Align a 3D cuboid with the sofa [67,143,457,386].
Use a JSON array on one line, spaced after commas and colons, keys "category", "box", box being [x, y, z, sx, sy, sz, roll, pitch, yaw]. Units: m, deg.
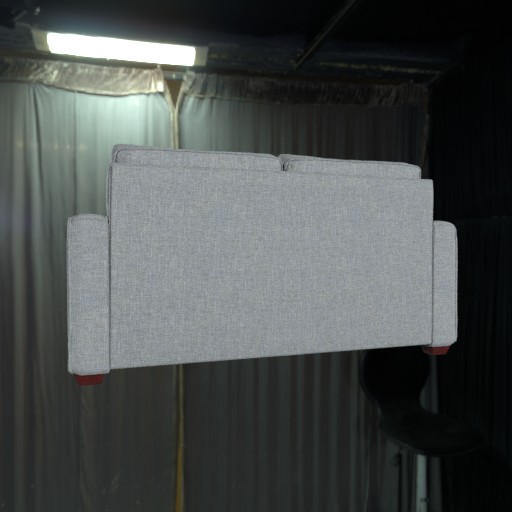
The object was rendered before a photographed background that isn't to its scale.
[{"category": "sofa", "box": [0.000, 0.000, 2.243, 1.706, 0.915, 0.945, 0, 1, -17]}]
